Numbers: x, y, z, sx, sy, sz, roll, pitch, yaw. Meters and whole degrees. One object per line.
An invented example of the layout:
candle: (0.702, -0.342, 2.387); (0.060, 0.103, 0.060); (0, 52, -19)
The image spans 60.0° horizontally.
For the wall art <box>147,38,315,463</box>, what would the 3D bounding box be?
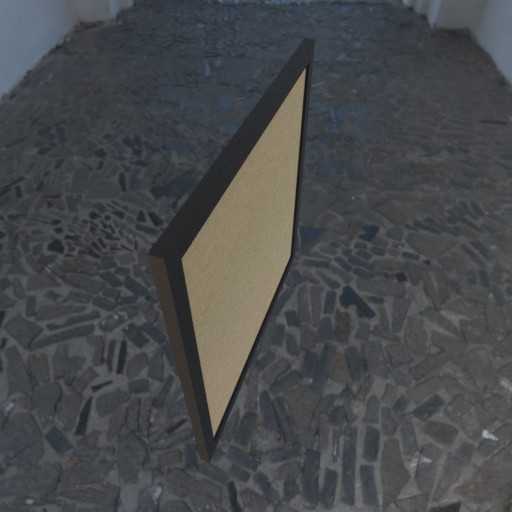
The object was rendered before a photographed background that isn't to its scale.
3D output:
wall art: (0.000, 0.000, 0.513); (0.012, 0.357, 0.358); (15, 49, 13)
